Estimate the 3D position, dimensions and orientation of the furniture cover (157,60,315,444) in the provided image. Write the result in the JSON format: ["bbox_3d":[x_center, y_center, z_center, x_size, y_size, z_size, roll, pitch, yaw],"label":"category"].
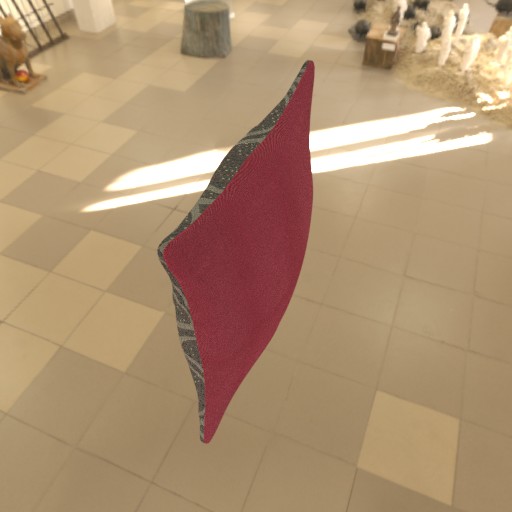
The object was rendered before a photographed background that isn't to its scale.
[{"bbox_3d":[0.000,0.000,0.800,0.163,0.513,0.514,16,48,15],"label":"furniture cover"}]
